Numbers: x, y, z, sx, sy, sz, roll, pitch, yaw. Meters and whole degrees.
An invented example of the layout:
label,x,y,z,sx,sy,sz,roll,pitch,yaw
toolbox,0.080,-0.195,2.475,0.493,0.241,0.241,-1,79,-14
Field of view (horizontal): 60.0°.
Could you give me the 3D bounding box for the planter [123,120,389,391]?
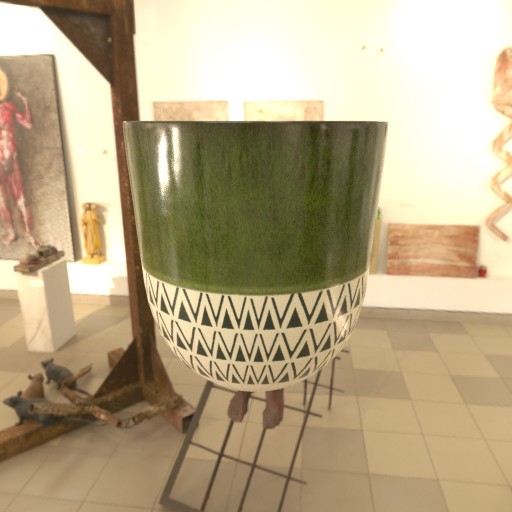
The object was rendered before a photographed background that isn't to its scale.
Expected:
label,x,y,z,sx,sy,sz,roll,pitch,yaw
planter,0.000,0.000,0.463,0.245,0.270,0.245,0,17,0
